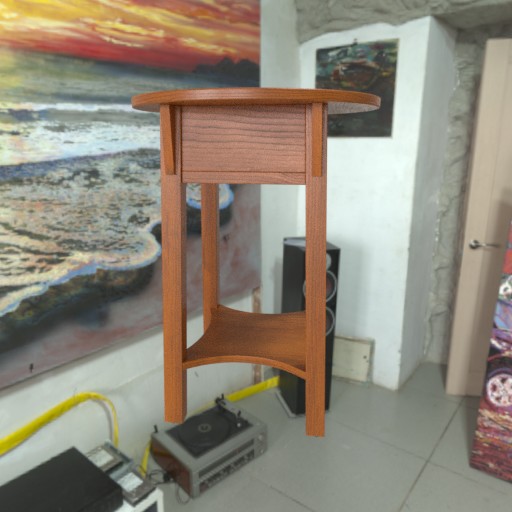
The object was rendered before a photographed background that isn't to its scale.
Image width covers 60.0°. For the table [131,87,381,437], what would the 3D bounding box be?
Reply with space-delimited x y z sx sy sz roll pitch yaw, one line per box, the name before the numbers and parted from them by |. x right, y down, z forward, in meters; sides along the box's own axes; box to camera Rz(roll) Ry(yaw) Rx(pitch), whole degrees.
table | 0.000 0.000 0.920 0.457 0.610 0.457 0 15 0
